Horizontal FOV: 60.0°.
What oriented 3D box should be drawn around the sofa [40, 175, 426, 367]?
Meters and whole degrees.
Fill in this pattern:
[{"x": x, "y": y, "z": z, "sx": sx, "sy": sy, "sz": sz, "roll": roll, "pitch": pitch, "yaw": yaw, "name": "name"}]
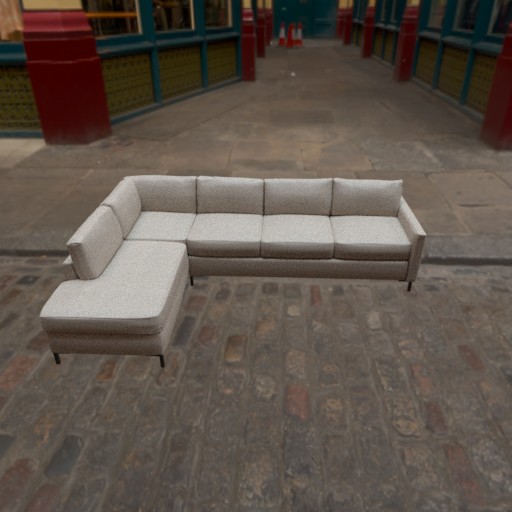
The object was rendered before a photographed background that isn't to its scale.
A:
[{"x": 0.000, "y": 0.000, "z": 3.155, "sx": 2.423, "sy": 0.703, "sz": 1.617, "roll": 1, "pitch": 30, "yaw": 2, "name": "sofa"}]
